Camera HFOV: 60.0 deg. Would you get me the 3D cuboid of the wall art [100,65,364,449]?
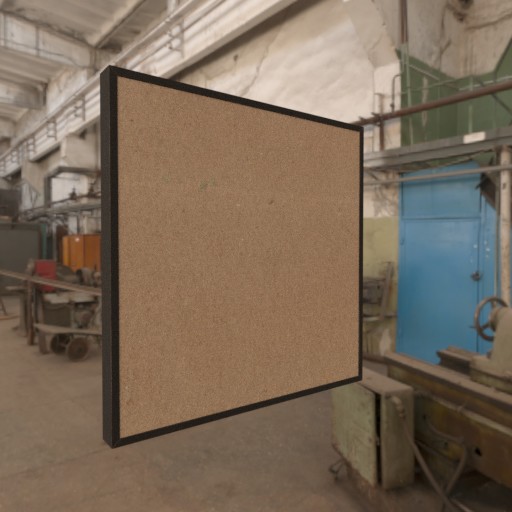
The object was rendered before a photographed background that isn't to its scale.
[{"bbox_3d":[0.000,0.000,0.752,0.508,0.508,0.038,-1,2,-37],"label":"wall art"}]
